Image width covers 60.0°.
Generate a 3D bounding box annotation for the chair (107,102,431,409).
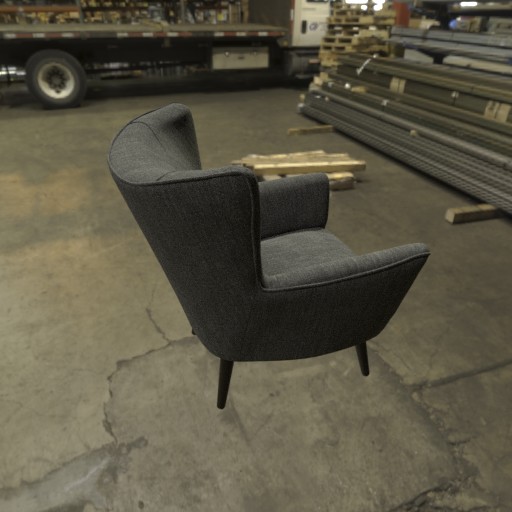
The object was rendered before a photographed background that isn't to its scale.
[{"bbox_3d":[0.000,0.000,1.572,0.888,0.933,0.781,-10,32,-17],"label":"chair"}]
